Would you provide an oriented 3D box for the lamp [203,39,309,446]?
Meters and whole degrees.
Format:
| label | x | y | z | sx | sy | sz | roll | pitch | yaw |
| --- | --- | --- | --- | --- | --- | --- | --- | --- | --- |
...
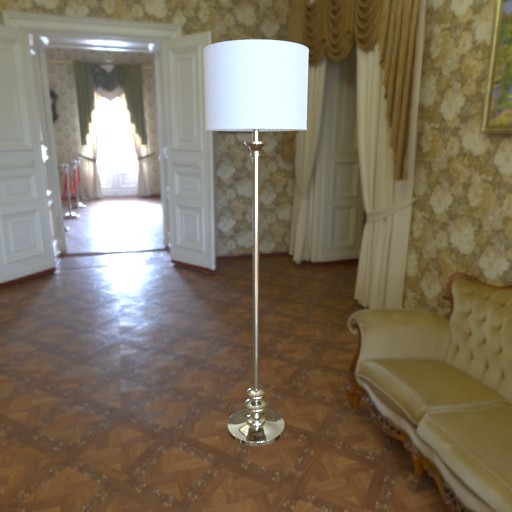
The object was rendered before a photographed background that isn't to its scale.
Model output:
| label | x | y | z | sx | sy | sz | roll | pitch | yaw |
| --- | --- | --- | --- | --- | --- | --- | --- | --- | --- |
| lamp | 0.000 | 0.000 | 1.682 | 0.356 | 1.487 | 0.356 | 7 | 16 | 26 |
